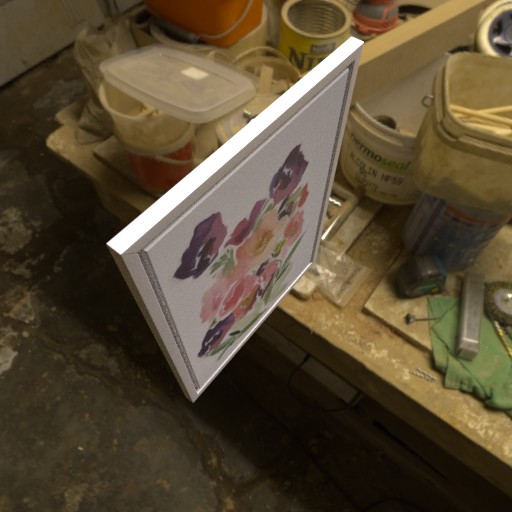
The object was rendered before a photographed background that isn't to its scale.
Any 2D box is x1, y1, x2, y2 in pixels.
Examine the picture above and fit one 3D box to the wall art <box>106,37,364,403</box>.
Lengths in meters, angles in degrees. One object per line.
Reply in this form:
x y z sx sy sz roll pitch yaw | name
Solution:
0.000 0.000 1.394 0.042 1.056 0.805 35 64 19 | wall art
